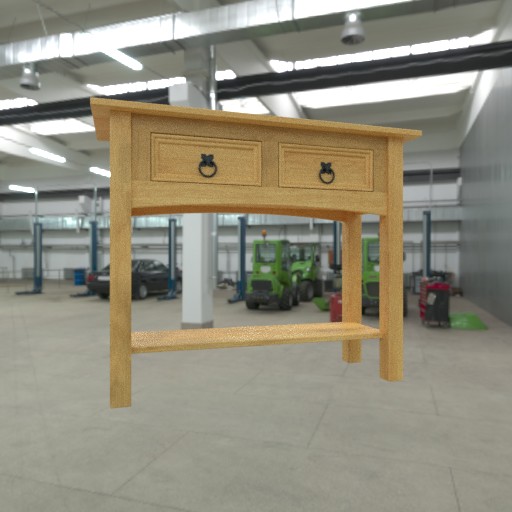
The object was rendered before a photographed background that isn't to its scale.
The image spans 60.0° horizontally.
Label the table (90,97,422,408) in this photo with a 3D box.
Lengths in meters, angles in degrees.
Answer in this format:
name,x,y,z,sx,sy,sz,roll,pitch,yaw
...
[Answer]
name,x,y,z,sx,sy,sz,roll,pitch,yaw
table,0.000,0.000,1.310,0.900,0.728,0.340,0,0,-17
